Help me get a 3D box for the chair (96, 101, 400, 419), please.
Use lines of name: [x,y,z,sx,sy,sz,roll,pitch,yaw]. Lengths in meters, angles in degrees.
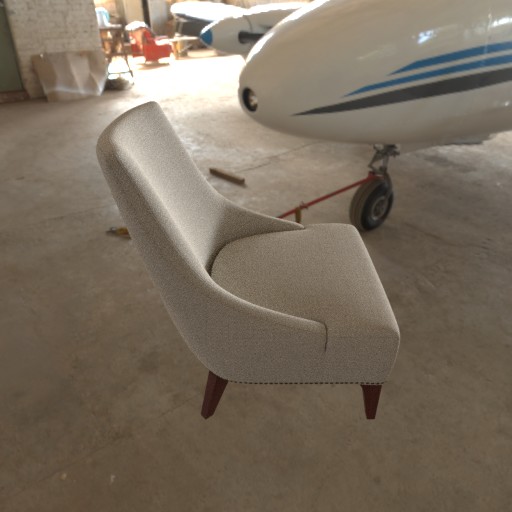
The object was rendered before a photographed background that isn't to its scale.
chair: [0.000,0.000,1.508,0.861,0.909,0.701,0,32,0]
